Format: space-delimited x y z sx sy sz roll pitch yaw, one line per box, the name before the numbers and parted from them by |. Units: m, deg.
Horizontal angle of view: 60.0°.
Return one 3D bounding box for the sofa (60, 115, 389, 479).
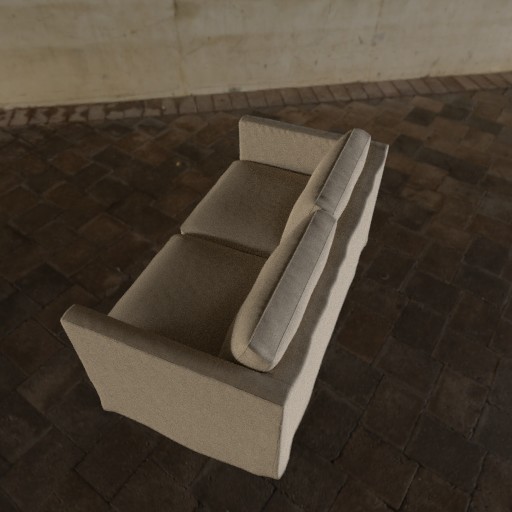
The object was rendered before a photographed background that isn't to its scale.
sofa | 0.000 0.000 2.312 0.956 0.828 1.766 17 48 16
